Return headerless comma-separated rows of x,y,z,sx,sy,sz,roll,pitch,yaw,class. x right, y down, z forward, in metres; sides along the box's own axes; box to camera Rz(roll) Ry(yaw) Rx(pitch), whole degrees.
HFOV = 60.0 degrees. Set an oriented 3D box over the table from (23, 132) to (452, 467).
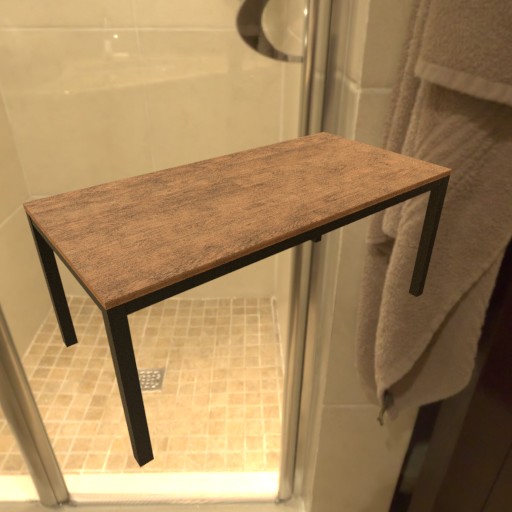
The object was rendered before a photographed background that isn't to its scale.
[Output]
0.000,0.000,2.244,1.805,0.767,0.893,-22,37,-32,table
